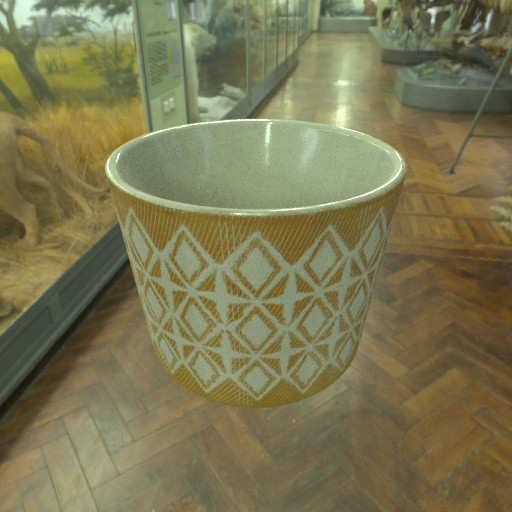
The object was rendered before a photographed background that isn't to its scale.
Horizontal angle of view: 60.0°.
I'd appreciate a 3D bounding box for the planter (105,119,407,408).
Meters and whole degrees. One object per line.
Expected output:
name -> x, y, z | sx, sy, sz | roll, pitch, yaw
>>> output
planter -> 0.000, 0.000, 0.219 | 0.126, 0.104, 0.126 | 0, 30, 0
